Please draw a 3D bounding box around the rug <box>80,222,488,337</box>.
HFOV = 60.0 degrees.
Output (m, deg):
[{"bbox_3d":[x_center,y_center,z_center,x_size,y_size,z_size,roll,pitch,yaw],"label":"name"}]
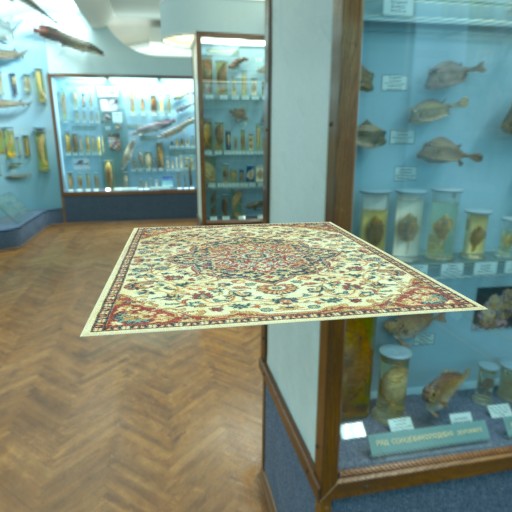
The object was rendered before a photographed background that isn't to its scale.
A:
[{"bbox_3d":[0.000,0.000,4.056,2.454,0.005,3.067,-2,15,-9],"label":"rug"}]
